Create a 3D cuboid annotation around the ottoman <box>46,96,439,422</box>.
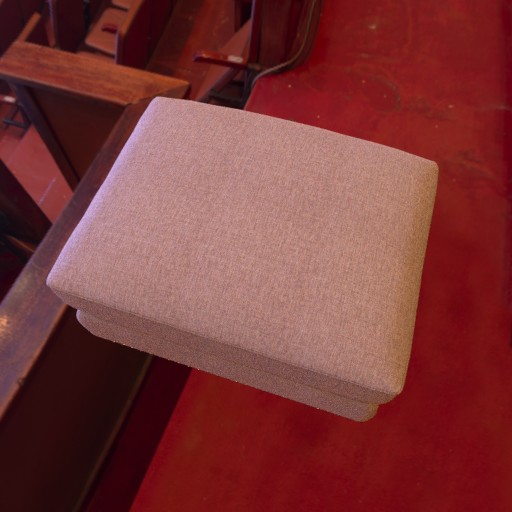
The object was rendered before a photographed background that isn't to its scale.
[{"bbox_3d":[0.000,0.000,1.129,0.741,0.513,0.584,16,63,8],"label":"ottoman"}]
